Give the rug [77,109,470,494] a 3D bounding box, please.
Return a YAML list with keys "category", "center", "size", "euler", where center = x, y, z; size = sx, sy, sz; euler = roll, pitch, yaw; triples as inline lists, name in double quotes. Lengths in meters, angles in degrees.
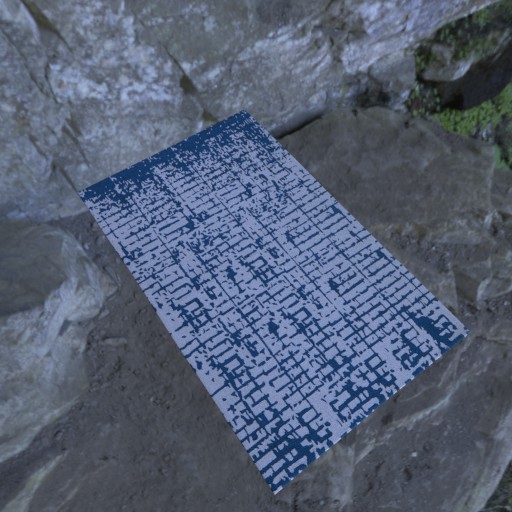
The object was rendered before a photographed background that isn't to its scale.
- category: "rug"
  center: [0.000, 0.000, 3.014]
  size: [1.517, 0.011, 2.435]
  euler: [-32, 65, -17]
